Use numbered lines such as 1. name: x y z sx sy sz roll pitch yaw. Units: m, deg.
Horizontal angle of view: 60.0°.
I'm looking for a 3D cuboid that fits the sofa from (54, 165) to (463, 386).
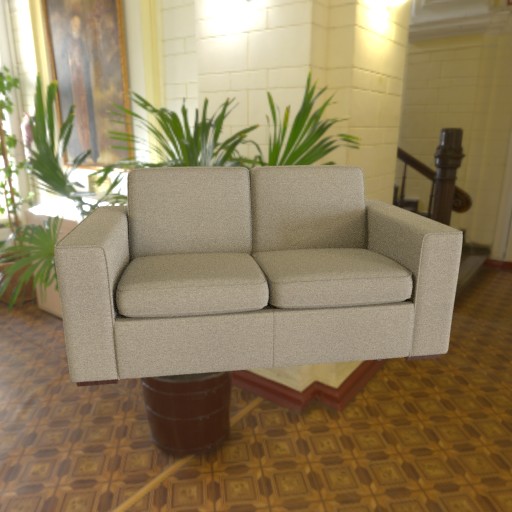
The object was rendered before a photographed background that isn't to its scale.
1. sofa: 0.000 0.000 2.435 1.812 0.924 1.007 -2 16 -8
